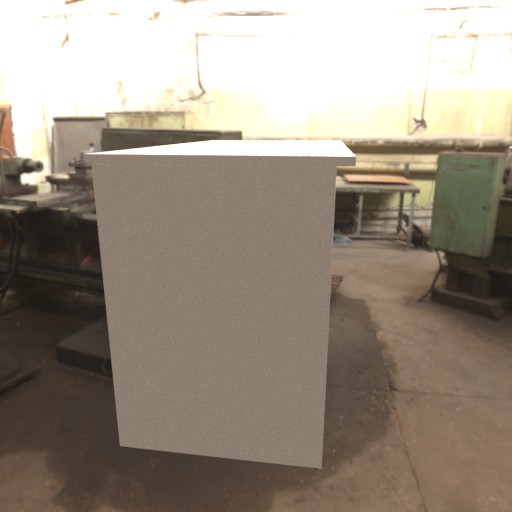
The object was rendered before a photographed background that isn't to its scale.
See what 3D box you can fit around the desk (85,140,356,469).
[{"bbox_3d":[0.000,0.000,1.514,0.560,0.735,1.097,2,16,9],"label":"desk"}]
